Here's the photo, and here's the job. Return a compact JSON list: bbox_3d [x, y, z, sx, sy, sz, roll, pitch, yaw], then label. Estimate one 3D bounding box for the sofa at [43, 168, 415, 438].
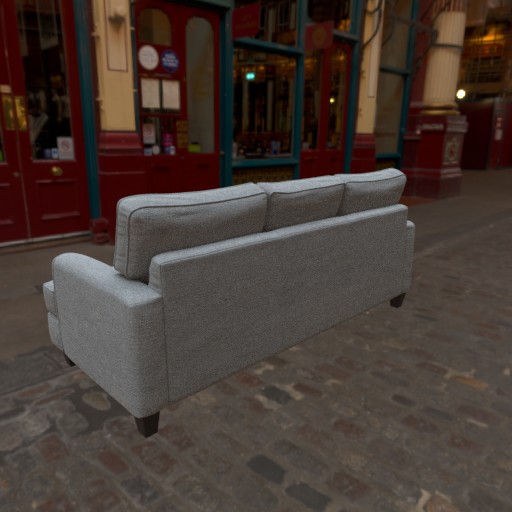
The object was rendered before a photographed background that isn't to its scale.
[{"bbox_3d":[0.000,0.000,2.638,2.158,0.965,0.951,-14,21,-42],"label":"sofa"}]
